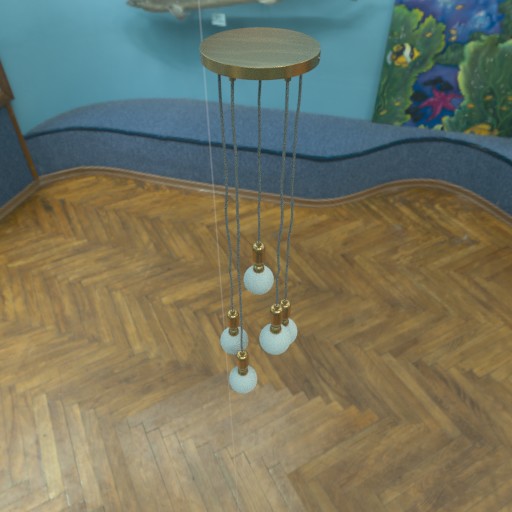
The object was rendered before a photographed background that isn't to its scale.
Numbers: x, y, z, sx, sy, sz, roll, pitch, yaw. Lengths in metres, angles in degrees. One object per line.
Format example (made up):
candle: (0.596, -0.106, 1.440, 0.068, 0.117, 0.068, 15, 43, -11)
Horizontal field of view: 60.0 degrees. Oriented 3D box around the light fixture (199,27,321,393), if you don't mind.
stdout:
light fixture: (0.000, 0.000, 0.507, 0.105, 0.457, 0.108, 13, 44, 13)
